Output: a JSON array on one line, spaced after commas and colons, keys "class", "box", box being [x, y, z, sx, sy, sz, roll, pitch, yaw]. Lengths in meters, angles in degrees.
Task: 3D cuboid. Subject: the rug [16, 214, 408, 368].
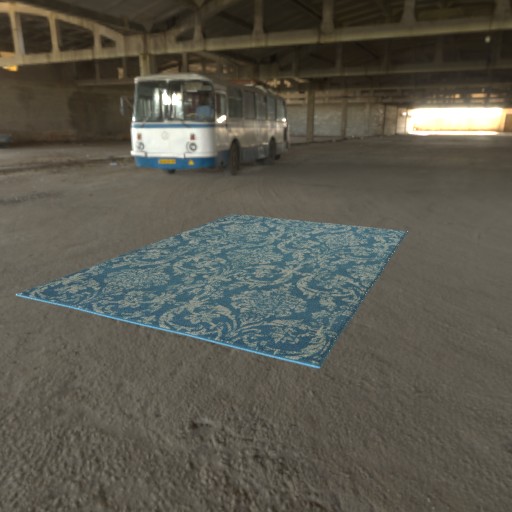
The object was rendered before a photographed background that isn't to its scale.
[{"class": "rug", "box": [0.000, 0.000, 2.797, 1.554, 0.012, 2.205, 8, 19, 25]}]
